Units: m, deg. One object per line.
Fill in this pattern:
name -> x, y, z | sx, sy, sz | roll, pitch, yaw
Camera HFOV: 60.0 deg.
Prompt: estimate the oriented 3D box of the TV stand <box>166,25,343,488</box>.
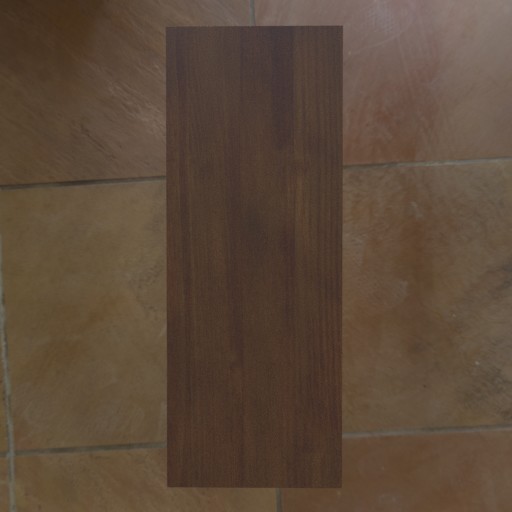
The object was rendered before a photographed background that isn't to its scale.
TV stand -> 0.000, 0.000, 1.429 | 0.406, 0.813, 1.067 | 0, 91, 1
